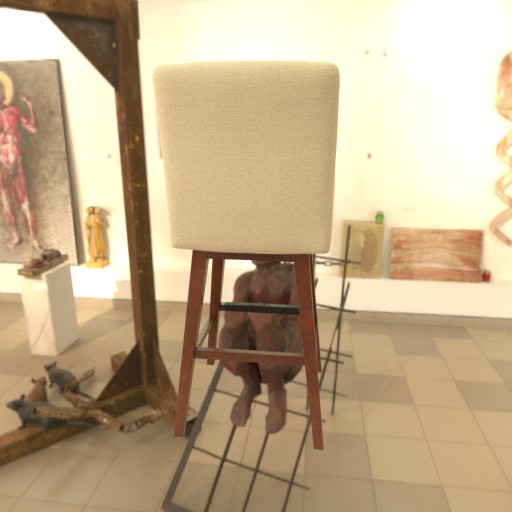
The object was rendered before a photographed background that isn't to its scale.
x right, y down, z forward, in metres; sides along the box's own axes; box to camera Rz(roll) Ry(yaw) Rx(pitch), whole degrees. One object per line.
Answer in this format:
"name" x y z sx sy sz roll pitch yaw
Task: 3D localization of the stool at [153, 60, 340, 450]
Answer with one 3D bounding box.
"stool" 0.000 0.000 1.430 0.470 1.097 0.559 2 16 7
